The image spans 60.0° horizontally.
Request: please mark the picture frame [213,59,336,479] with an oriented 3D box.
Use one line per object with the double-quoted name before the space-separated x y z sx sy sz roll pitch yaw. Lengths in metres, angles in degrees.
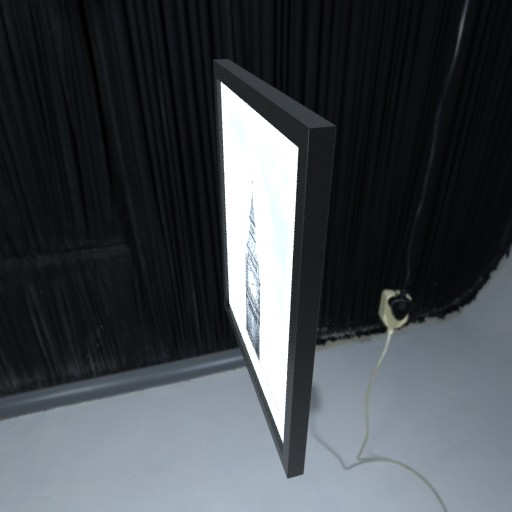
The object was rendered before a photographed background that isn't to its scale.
"picture frame" 0.000 0.000 0.752 0.028 0.556 0.460 -8 32 -14
